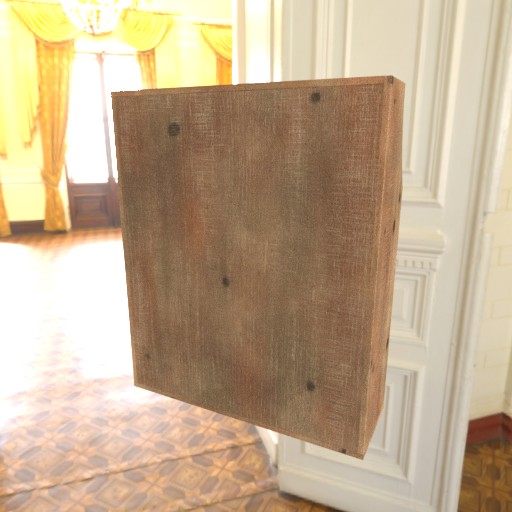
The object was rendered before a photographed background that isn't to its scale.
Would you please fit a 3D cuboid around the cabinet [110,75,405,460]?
[{"bbox_3d":[0.000,0.000,0.836,0.489,0.590,0.184,8,17,26],"label":"cabinet"}]
